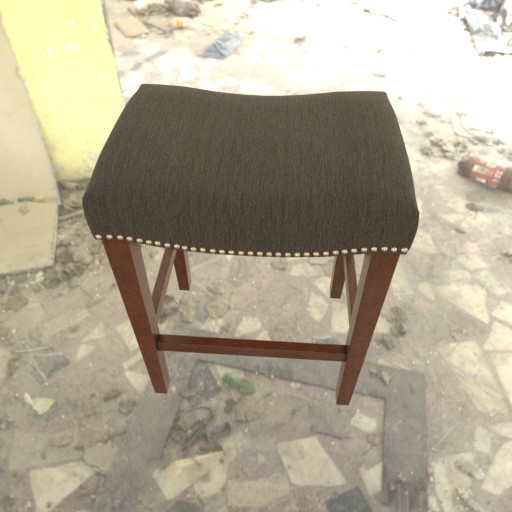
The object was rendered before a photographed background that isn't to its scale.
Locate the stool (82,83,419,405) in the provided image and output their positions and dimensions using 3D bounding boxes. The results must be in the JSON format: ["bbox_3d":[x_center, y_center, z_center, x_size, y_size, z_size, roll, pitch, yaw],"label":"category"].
[{"bbox_3d":[0.000,0.000,0.977,0.504,0.654,0.372,3,47,3],"label":"stool"}]
